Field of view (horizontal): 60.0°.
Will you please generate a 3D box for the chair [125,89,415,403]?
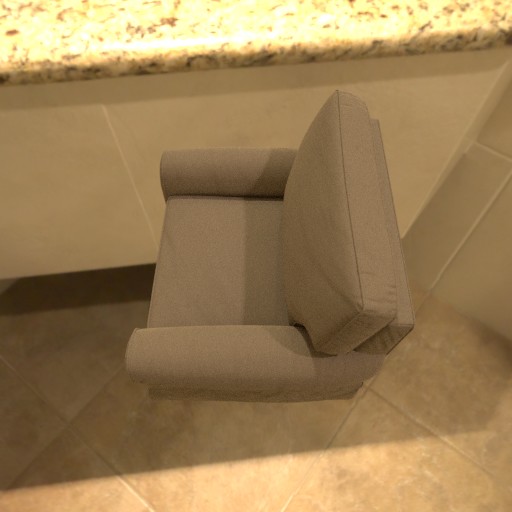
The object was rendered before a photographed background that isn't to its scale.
[{"bbox_3d":[0.000,0.000,1.886,0.988,1.017,1.135,1,58,1],"label":"chair"}]
